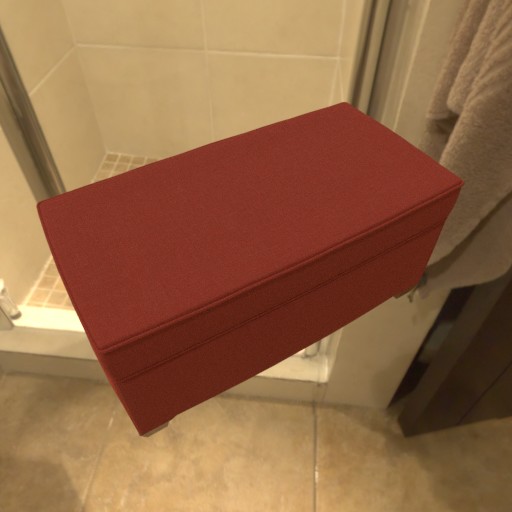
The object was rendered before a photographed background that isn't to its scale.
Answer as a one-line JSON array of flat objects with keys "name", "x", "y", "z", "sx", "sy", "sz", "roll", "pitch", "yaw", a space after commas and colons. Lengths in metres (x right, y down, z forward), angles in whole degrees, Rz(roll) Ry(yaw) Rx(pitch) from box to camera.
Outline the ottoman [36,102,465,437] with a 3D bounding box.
[{"name": "ottoman", "x": 0.000, "y": 0.000, "z": 1.220, "sx": 0.948, "sy": 0.454, "sz": 0.497, "roll": -24, "pitch": 52, "yaw": -21}]
